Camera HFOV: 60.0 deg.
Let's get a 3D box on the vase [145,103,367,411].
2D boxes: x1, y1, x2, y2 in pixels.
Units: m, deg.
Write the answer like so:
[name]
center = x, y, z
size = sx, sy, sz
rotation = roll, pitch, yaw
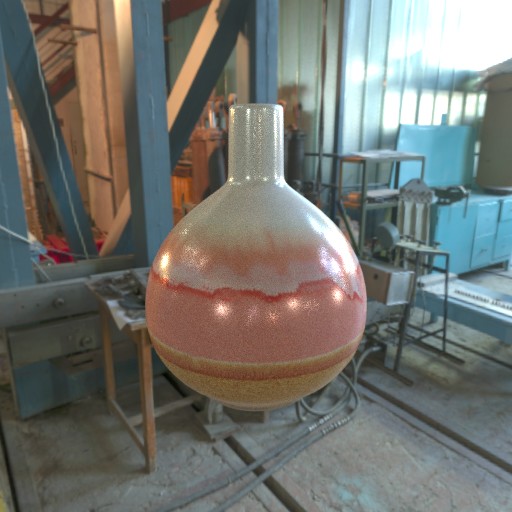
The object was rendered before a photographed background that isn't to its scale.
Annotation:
[vase]
center = 0.000, 0.000, 0.273
size = 0.137, 0.176, 0.137
rotation = 0, 16, 0
